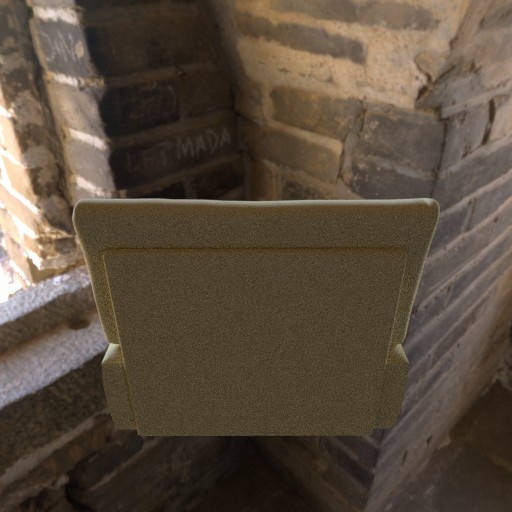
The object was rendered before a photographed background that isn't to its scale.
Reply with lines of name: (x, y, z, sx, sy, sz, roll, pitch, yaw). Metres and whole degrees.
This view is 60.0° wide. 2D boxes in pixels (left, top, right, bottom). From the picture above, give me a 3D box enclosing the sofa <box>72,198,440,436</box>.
sofa: (0.000, 0.000, 1.667, 0.930, 0.820, 1.000, 0, 30, 0)
